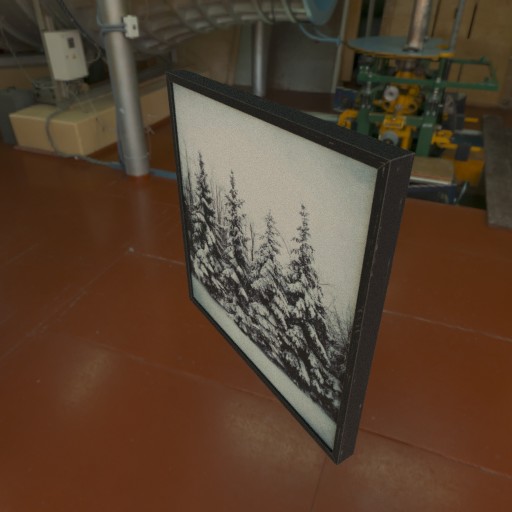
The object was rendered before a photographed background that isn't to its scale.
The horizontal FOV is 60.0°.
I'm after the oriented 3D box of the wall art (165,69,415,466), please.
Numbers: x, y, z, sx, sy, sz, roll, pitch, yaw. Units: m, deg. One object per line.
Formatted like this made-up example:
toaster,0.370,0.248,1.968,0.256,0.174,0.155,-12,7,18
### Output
wall art,0.000,0.000,0.743,0.036,0.506,0.506,-21,39,-28
